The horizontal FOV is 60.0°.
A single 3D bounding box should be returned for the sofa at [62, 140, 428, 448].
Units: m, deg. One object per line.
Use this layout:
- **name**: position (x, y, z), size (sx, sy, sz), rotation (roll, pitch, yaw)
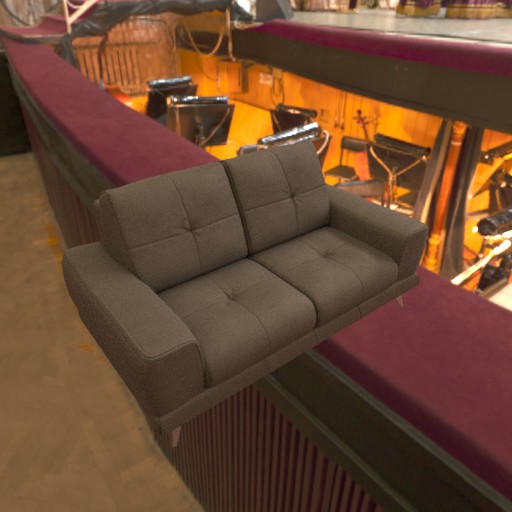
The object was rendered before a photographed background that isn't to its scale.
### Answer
- **sofa**: position (0.000, 0.000, 2.430), size (1.806, 0.907, 1.018), rotation (-22, 38, -32)
